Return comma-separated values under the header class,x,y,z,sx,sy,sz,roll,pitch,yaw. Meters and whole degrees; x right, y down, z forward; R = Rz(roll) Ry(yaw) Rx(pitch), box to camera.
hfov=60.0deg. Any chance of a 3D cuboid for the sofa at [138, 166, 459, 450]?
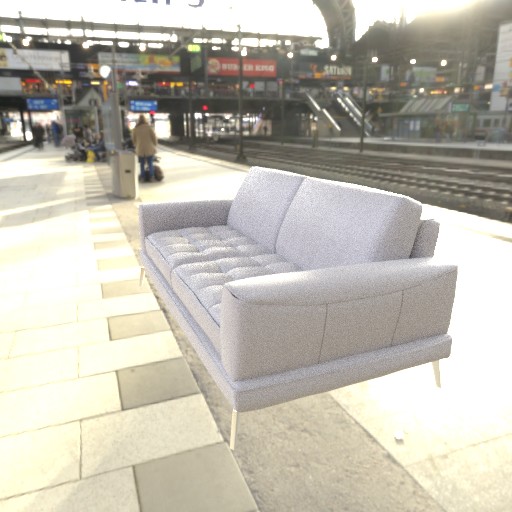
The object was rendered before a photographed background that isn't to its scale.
class,x,y,z,sx,sy,sz,roll,pitch,yaw
sofa,0.000,0.000,2.690,1.121,0.930,2.177,-7,18,-22
